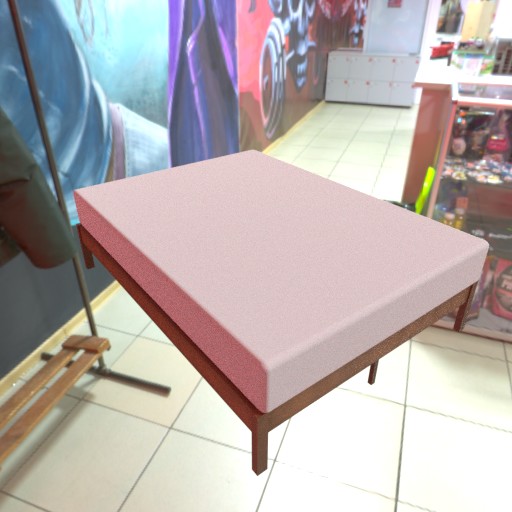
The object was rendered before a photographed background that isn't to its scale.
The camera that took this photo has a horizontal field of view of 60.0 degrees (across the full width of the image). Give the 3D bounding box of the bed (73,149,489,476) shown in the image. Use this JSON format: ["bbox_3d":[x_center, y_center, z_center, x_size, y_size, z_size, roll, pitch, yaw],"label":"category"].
[{"bbox_3d":[0.000,0.000,2.747,1.529,0.593,2.050,-21,36,-32],"label":"bed"}]
